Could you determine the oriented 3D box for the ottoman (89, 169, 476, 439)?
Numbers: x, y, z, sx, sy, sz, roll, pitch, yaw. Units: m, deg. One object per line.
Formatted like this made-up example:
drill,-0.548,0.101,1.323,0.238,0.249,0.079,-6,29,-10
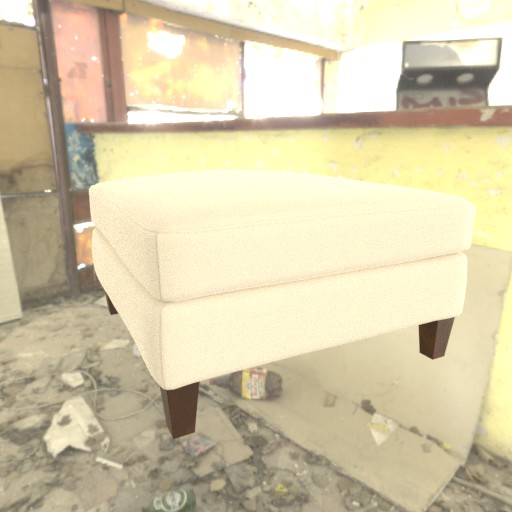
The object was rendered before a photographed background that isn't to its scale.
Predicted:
ottoman,0.000,0.000,1.315,0.838,0.479,0.838,-8,17,-26
